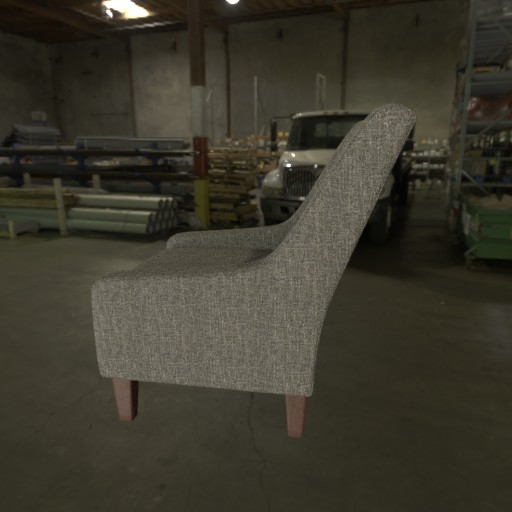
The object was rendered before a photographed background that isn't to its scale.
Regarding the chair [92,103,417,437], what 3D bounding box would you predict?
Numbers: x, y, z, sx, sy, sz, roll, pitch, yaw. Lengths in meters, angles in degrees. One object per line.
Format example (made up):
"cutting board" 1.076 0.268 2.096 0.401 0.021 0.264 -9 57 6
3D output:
"chair" 0.000 0.000 1.663 0.944 1.012 0.793 2 14 8
